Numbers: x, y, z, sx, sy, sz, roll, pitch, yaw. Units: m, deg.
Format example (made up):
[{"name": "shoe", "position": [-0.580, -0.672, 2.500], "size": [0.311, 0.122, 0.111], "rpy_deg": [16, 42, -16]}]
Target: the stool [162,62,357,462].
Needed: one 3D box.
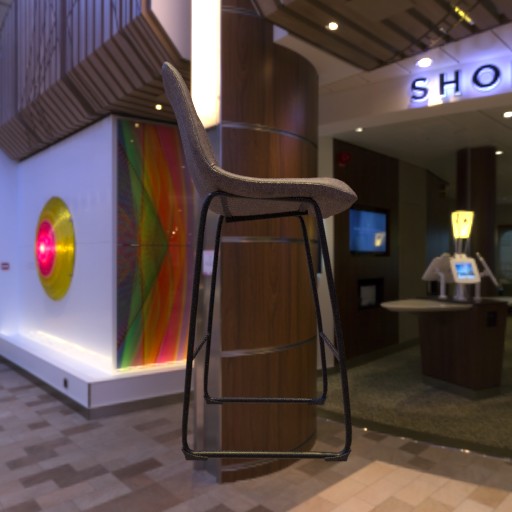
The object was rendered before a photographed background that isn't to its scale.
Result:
[{"name": "stool", "position": [0.000, 0.000, 1.398], "size": [0.561, 1.082, 0.514], "rpy_deg": [0, 0, 1]}]
